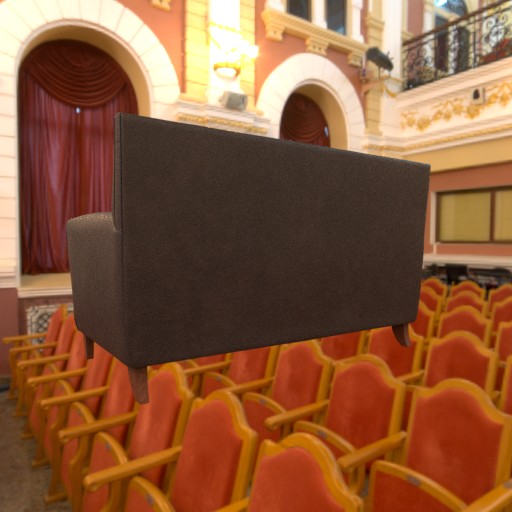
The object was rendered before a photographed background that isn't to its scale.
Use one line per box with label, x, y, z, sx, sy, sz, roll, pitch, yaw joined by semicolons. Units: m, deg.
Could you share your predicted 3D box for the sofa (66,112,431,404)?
sofa;0.000;0.000;2.001;1.473;0.871;0.787;-1;2;-35
